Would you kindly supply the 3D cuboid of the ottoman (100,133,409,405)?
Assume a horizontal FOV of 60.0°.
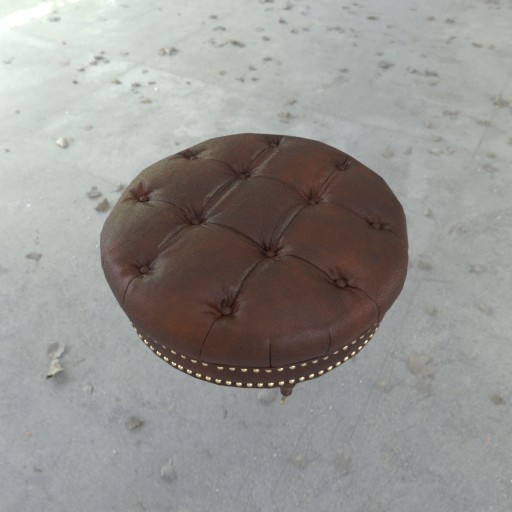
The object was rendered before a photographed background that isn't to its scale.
[{"bbox_3d":[0.000,0.000,1.396,0.901,0.455,0.901,0,46,0],"label":"ottoman"}]
